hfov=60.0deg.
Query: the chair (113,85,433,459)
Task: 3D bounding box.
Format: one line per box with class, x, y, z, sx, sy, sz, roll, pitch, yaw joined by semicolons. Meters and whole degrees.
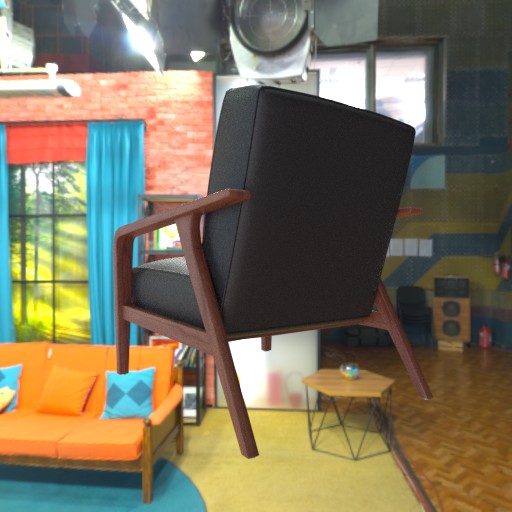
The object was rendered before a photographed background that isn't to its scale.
chair;0.000;0.000;1.498;0.719;0.861;0.889;0;0;-36
